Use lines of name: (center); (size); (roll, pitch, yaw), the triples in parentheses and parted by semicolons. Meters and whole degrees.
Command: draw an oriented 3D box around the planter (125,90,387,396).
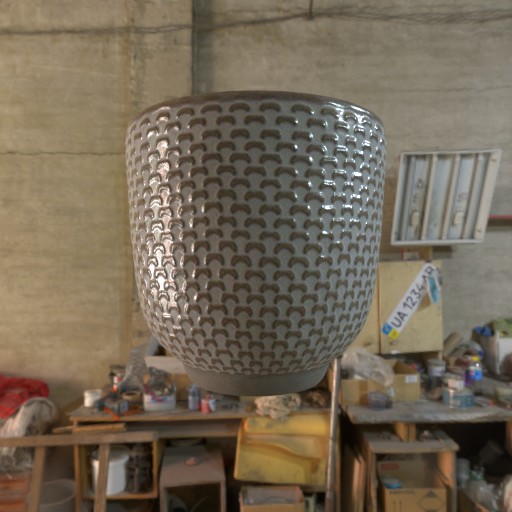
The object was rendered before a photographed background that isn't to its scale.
planter: (0.000, 0.000, 0.349); (0.197, 0.191, 0.197); (0, 0, 0)
